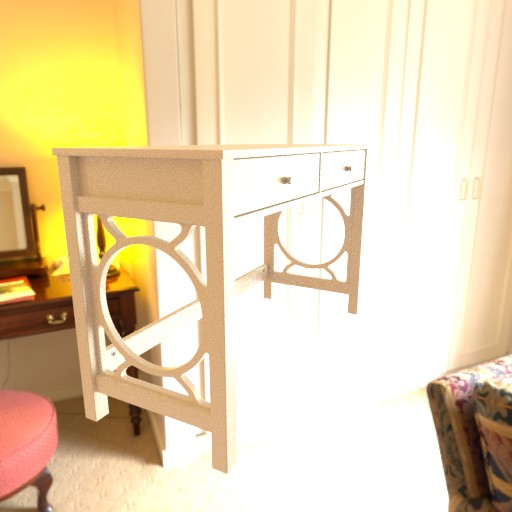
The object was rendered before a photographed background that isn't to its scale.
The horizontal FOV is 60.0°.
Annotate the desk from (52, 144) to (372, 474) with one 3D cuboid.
[{"bbox_3d":[0.000,0.000,1.577,0.504,0.762,1.191,8,17,27],"label":"desk"}]
